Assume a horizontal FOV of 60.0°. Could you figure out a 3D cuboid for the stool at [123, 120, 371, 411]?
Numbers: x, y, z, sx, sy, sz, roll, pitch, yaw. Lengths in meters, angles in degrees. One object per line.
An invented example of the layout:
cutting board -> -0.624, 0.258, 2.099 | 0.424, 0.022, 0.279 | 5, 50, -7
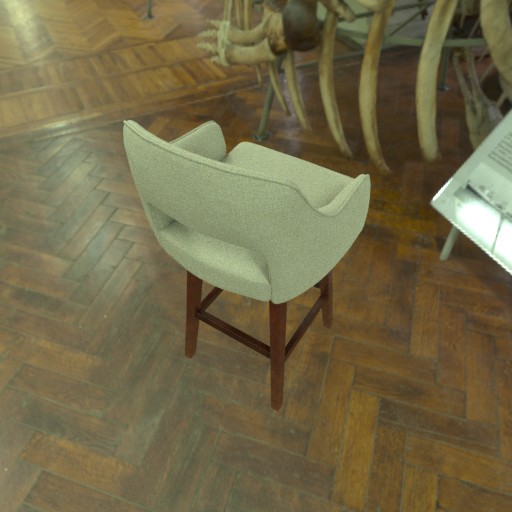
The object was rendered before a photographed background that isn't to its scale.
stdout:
stool -> 0.000, 0.000, 1.381 | 0.550, 1.041, 0.560 | 25, 51, 22
